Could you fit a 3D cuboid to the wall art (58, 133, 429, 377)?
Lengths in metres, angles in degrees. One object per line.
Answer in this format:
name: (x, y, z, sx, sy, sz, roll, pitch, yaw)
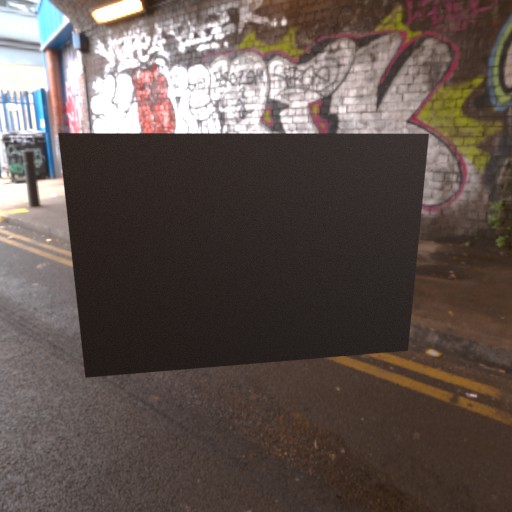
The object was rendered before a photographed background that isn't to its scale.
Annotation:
wall art: (0.000, 0.000, 1.520, 1.192, 0.811, 0.013, -3, 15, -9)
